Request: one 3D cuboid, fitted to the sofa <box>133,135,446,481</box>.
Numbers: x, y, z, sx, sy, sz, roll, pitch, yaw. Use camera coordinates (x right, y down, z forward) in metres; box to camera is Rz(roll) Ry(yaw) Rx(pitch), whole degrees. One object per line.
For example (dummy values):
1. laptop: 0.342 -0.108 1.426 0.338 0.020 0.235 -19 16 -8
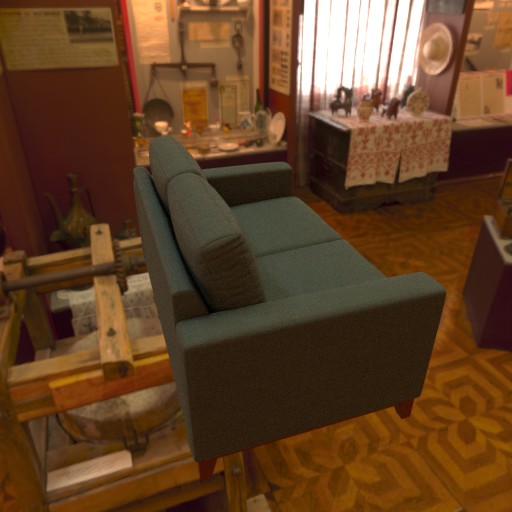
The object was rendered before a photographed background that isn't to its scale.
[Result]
1. sofa: 0.000 0.000 2.081 0.955 0.903 1.489 -10 31 -16
